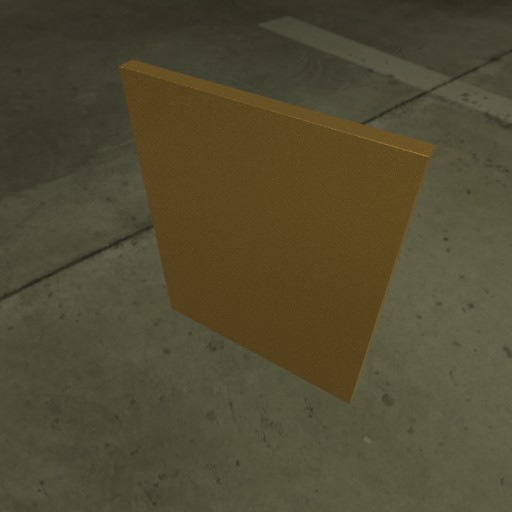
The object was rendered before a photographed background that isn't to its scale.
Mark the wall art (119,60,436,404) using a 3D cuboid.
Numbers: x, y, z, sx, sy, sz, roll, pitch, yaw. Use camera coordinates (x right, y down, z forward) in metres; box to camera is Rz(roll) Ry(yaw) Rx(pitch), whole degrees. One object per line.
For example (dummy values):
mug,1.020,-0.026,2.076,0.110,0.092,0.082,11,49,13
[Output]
wall art,0.000,0.000,1.035,0.610,0.762,0.038,24,50,22
